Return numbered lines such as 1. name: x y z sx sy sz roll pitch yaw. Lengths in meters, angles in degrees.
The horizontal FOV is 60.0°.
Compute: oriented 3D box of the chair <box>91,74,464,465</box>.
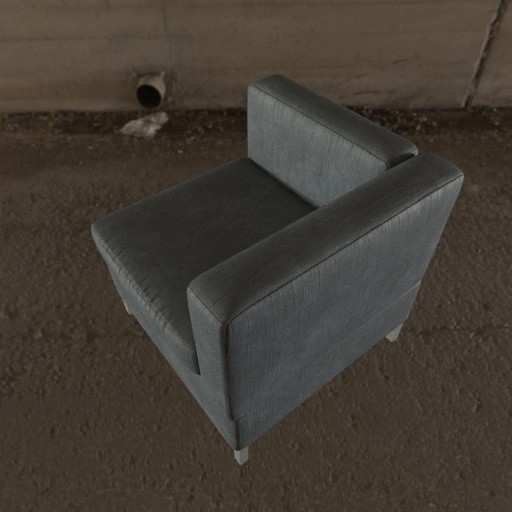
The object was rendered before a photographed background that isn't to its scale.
1. chair: 0.000 0.000 1.217 0.680 0.660 0.680 -30 53 -26
